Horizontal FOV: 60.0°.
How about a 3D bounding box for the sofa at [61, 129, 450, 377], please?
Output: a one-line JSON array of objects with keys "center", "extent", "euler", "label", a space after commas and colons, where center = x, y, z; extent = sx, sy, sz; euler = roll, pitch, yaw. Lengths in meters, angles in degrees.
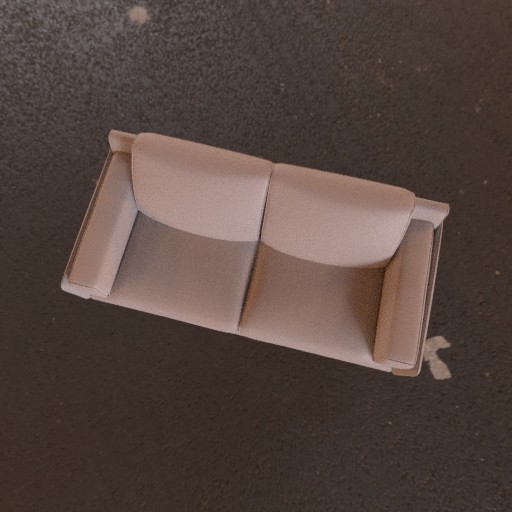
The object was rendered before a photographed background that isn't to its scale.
[{"center": [0.000, 0.000, 2.694], "extent": [2.101, 0.930, 1.049], "euler": [13, 77, 3], "label": "sofa"}]
